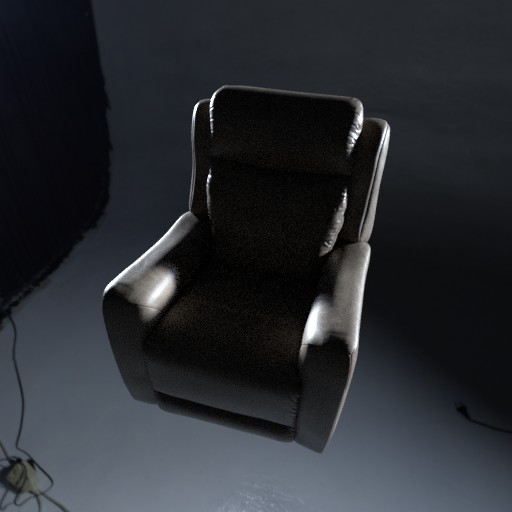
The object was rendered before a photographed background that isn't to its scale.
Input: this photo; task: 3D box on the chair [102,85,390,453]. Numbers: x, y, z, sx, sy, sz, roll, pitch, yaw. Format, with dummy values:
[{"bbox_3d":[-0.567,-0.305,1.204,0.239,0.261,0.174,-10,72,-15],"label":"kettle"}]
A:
[{"bbox_3d":[0.000,0.000,1.908,0.967,1.116,1.068,11,42,13],"label":"chair"}]
